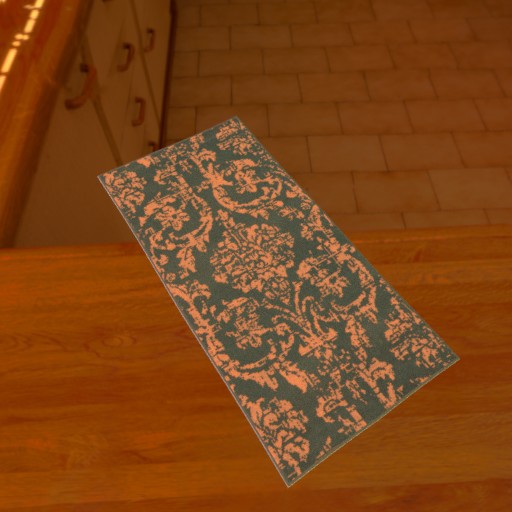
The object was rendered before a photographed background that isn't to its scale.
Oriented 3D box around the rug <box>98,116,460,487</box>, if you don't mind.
[{"bbox_3d":[0.000,0.000,1.453,0.604,0.007,1.219,-29,63,-17],"label":"rug"}]
